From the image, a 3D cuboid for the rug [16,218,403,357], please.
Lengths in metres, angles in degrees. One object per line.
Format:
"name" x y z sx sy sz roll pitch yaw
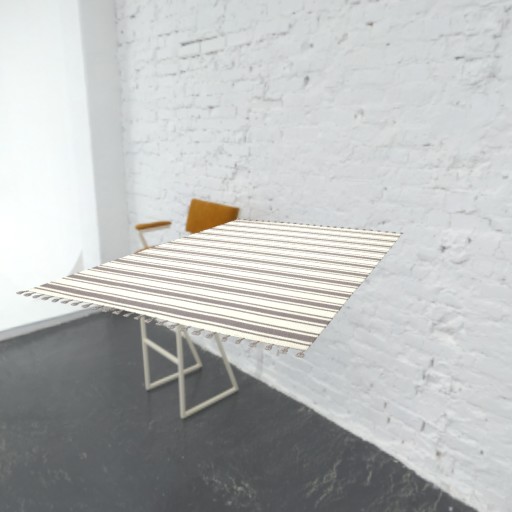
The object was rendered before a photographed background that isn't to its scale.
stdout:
"rug" 0.000 0.000 2.980 1.563 0.014 2.425 7 17 25
